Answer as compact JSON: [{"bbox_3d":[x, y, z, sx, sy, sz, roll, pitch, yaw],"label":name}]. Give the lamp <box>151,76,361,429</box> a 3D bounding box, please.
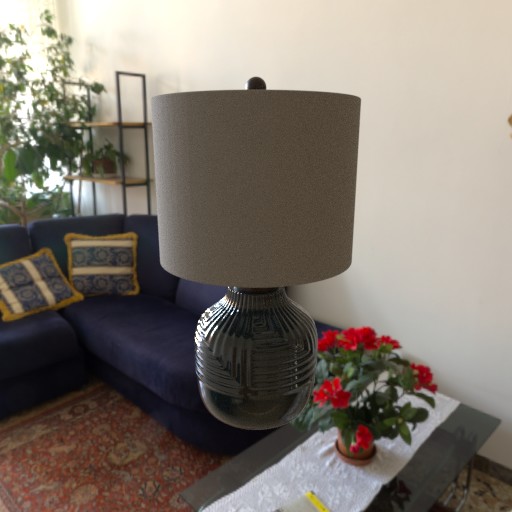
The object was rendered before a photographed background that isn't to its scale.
[{"bbox_3d":[0.000,0.000,0.751,0.318,0.567,0.318,0,15,0],"label":"lamp"}]
